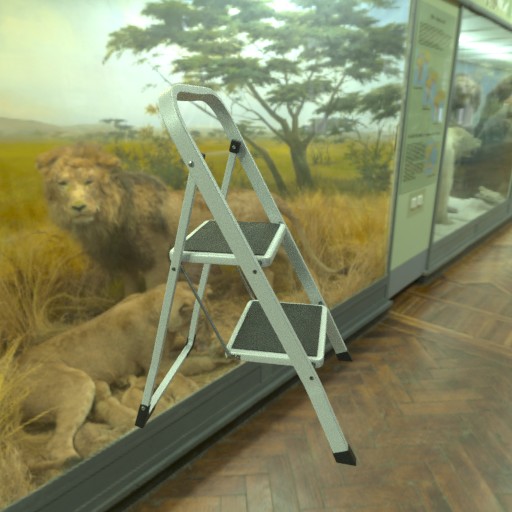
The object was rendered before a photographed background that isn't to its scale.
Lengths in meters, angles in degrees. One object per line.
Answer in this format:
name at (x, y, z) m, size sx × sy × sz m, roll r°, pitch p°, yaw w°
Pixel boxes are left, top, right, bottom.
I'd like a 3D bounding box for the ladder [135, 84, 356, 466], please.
ladder at (0.000, 0.000, 1.126) m, size 0.544 × 0.810 × 0.460 m, roll 3°, pitch 19°, yaw 10°
